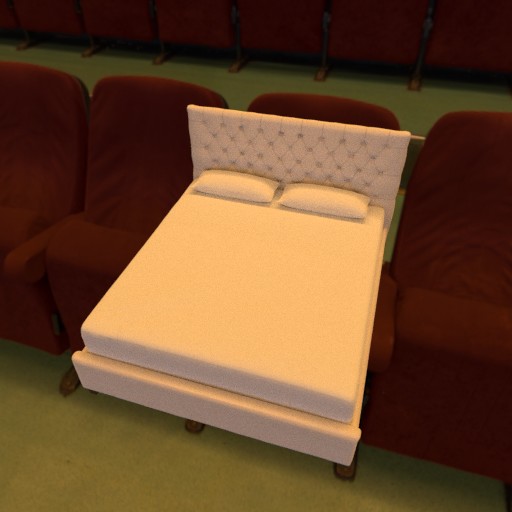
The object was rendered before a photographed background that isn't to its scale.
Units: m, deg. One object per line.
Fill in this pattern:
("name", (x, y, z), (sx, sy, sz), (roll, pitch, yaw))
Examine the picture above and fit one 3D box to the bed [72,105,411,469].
("bed", (0.000, 0.000, 3.626), (2.078, 1.427, 2.387), (11, 42, 13))
